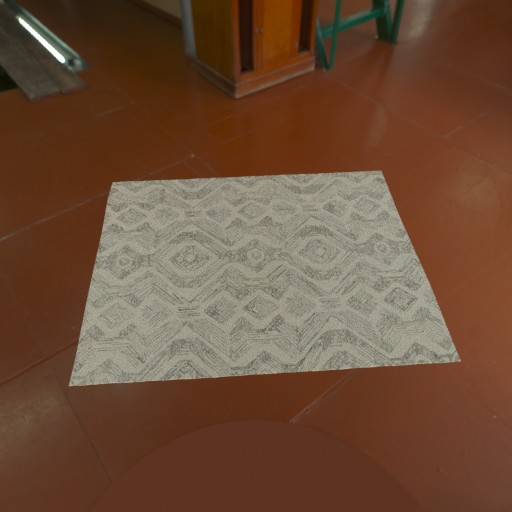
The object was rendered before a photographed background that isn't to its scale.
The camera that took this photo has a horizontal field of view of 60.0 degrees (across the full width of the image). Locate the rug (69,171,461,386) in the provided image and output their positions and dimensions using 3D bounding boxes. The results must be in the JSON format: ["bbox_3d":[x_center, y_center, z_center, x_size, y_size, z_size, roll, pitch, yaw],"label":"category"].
[{"bbox_3d":[0.000,0.000,4.202,3.054,0.030,2.430,-3,48,-3],"label":"rug"}]
